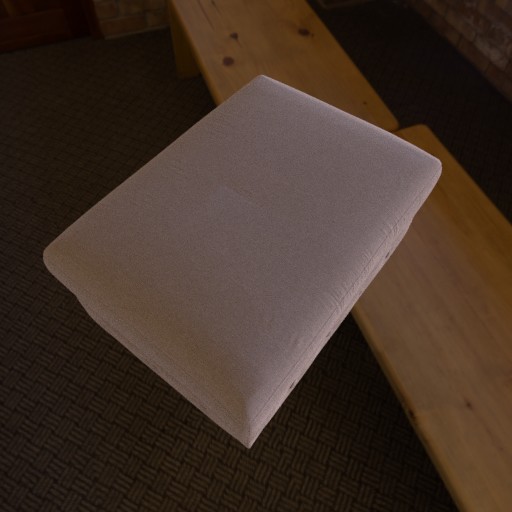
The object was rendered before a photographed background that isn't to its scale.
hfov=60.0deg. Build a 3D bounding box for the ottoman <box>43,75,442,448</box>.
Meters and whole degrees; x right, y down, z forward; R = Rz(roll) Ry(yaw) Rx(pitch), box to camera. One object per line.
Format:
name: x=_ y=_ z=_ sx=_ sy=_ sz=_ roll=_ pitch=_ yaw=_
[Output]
ottoman: x=0.000 y=0.000 z=1.144 sx=0.569 sy=0.500 sz=0.771 roll=33 pitch=63 yaw=19
